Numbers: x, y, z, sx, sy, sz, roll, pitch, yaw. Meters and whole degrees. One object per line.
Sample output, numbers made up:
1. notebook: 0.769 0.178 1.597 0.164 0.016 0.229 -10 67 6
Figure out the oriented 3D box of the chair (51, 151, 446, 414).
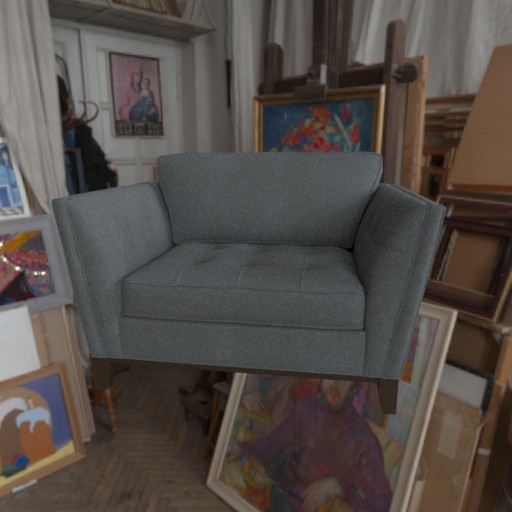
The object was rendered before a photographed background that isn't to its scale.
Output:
1. chair: 0.000 0.000 2.065 1.396 0.942 0.965 2 14 8
